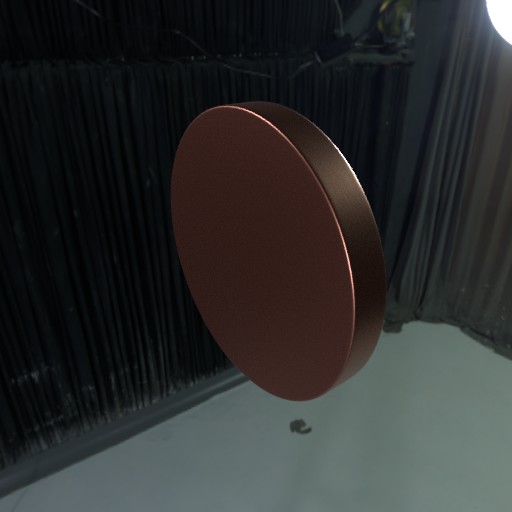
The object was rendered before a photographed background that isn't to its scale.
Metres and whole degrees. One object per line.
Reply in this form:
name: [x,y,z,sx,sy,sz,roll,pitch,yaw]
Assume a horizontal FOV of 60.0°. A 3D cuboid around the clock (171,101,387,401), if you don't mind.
clock: [0.000,0.000,0.479,0.040,0.313,0.313,-19,33,-32]
